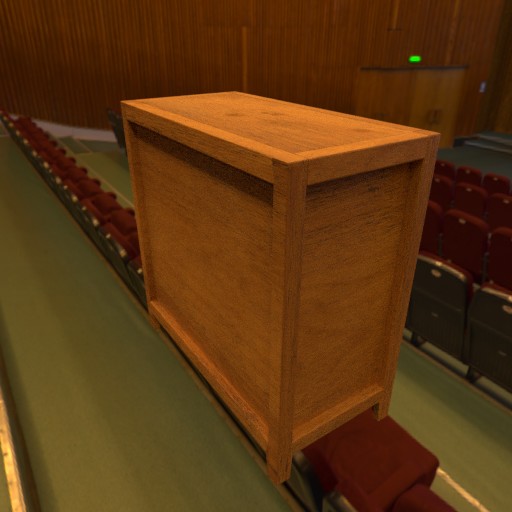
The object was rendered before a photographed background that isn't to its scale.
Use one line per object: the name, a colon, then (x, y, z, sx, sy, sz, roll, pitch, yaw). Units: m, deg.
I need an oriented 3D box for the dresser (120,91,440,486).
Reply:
dresser: (0.000, 0.000, 1.297, 0.427, 0.804, 0.804, -17, 32, -30)
